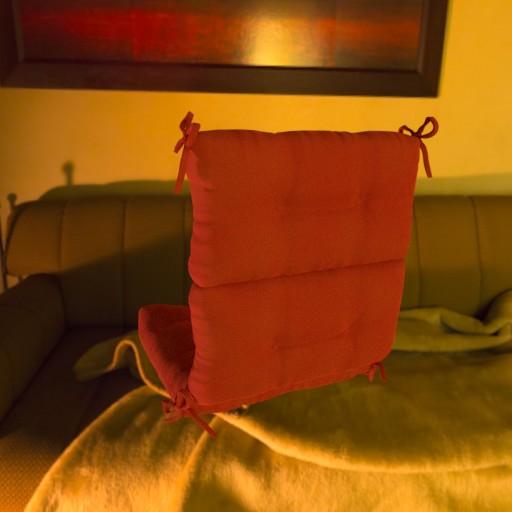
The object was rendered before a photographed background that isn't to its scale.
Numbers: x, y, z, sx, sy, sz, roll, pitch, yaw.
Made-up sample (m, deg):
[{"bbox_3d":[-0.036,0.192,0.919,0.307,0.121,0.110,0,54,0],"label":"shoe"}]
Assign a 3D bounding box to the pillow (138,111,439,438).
[{"bbox_3d":[0.000,0.000,1.023,0.519,0.605,0.571,-7,16,-24],"label":"pillow"}]
